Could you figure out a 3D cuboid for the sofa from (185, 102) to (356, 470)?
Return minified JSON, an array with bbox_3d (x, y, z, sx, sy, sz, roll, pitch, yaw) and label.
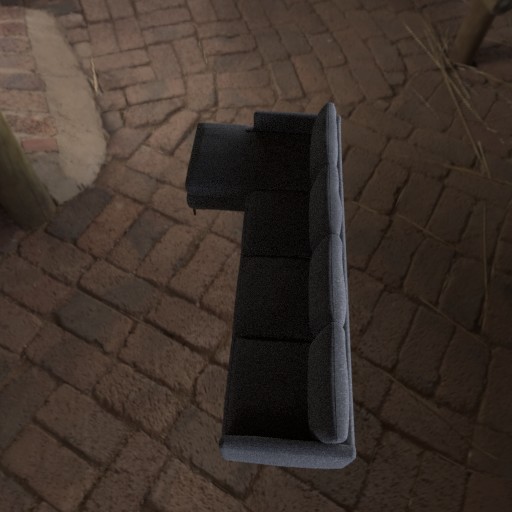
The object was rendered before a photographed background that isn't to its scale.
[{"bbox_3d":[0.000,0.000,3.459,1.350,0.810,2.932,3,58,2],"label":"sofa"}]
